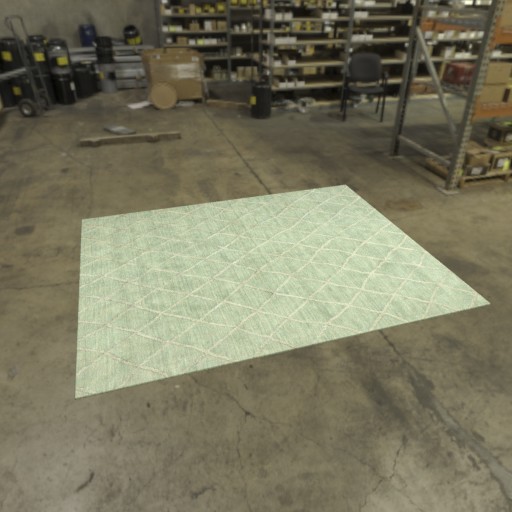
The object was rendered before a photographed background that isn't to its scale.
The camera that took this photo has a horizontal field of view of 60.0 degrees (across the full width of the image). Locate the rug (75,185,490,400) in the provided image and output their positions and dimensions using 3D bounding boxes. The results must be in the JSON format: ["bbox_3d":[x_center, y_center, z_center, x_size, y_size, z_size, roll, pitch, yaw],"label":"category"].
[{"bbox_3d":[0.000,0.000,4.016,3.039,0.019,2.420,-10,33,-15],"label":"rug"}]
